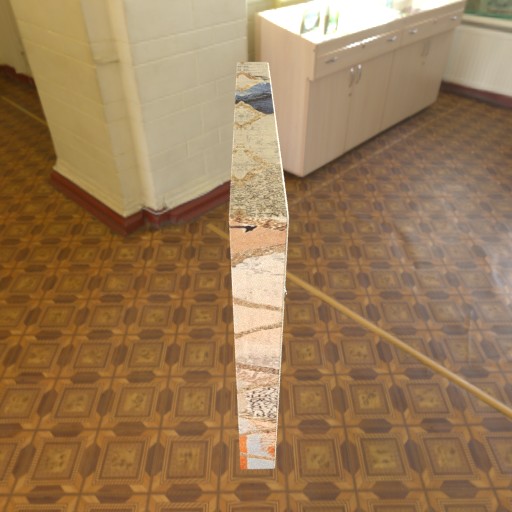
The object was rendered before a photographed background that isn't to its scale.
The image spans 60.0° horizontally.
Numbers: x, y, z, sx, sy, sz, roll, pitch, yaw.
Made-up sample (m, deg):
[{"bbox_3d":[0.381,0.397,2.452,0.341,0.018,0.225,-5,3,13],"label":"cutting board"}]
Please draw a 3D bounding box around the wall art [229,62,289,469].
[{"bbox_3d":[0.000,0.000,0.464,0.036,0.304,0.303,-1,39,-1],"label":"wall art"}]
